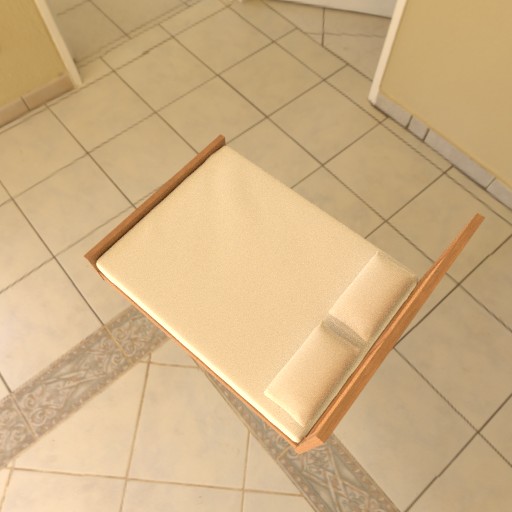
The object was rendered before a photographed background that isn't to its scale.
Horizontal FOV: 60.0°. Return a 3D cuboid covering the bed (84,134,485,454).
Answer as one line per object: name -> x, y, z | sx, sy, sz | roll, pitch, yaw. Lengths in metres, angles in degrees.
bed -> 0.000, 0.000, 3.277 | 2.184, 1.387, 1.606 | 37, 69, 16
